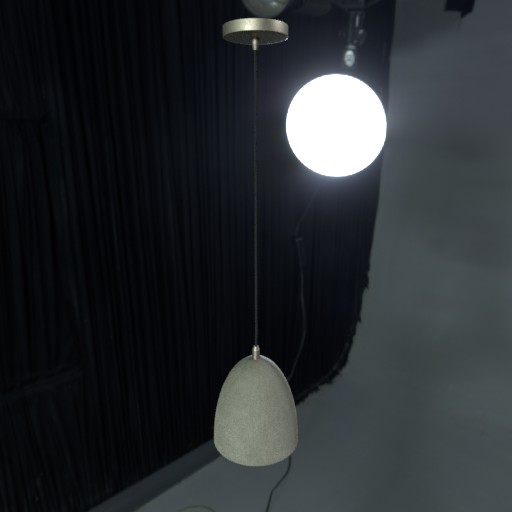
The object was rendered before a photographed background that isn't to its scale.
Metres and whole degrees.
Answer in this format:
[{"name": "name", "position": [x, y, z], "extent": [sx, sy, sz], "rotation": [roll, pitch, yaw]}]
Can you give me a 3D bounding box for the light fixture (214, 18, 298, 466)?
[{"name": "light fixture", "position": [0.000, 0.000, 0.806], "extent": [0.170, 0.759, 0.170], "rotation": [13, 20, 42]}]
